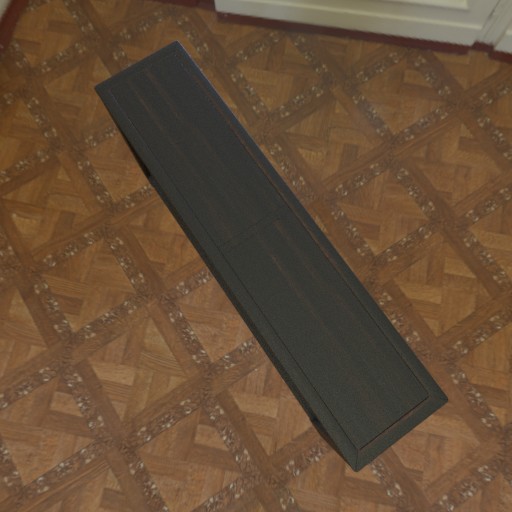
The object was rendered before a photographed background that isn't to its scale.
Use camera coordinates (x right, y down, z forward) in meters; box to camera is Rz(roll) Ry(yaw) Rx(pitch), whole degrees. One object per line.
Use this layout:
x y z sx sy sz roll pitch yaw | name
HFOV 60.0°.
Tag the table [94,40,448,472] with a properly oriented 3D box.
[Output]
0.000 0.000 1.910 0.384 0.762 1.631 -34 78 -8 | table
